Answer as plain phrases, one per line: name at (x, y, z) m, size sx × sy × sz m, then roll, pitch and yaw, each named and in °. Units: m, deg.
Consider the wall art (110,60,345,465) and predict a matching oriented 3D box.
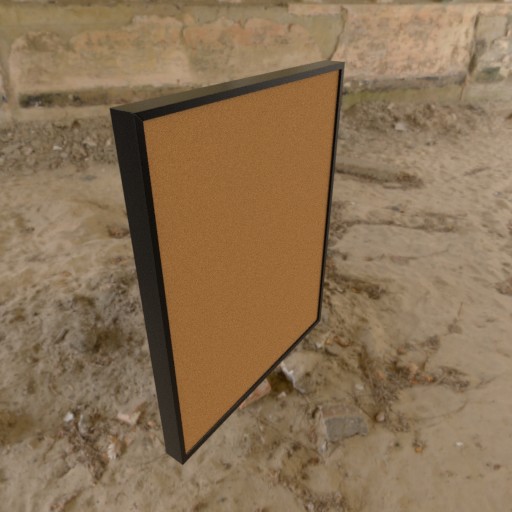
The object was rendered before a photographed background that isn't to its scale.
wall art at (0.000, 0.000, 0.736) m, size 0.039 × 0.553 × 0.451 m, roll 21°, pitch 37°, yaw 31°
